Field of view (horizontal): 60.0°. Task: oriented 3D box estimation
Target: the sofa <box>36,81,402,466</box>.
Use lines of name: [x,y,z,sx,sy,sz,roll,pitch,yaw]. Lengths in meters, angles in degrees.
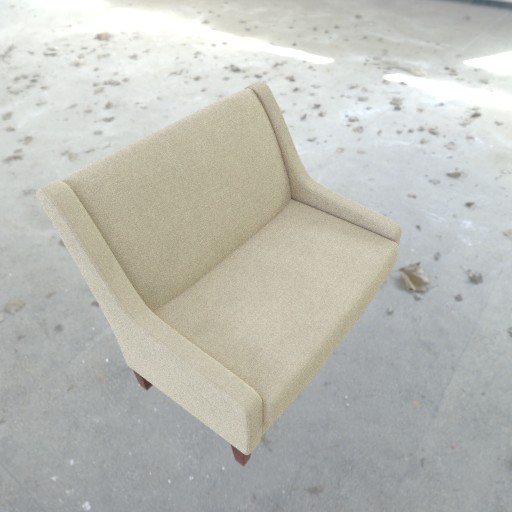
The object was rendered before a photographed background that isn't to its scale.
sofa: [0.000,0.000,1.919,0.946,0.976,1.212,27,48,27]
